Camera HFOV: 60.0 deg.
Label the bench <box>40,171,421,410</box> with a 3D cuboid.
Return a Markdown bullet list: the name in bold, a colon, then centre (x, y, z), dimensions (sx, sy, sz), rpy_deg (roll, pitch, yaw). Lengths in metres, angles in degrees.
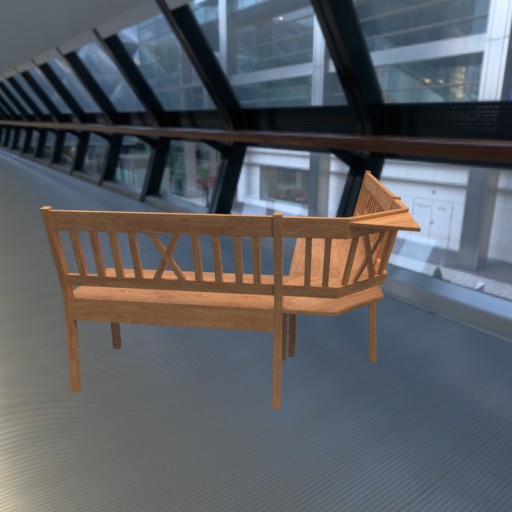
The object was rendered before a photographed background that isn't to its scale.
- **bench**: centre (0.000, 0.000, 2.777), dimensions (1.537, 0.902, 1.937), rpy_deg (2, 16, 8)
